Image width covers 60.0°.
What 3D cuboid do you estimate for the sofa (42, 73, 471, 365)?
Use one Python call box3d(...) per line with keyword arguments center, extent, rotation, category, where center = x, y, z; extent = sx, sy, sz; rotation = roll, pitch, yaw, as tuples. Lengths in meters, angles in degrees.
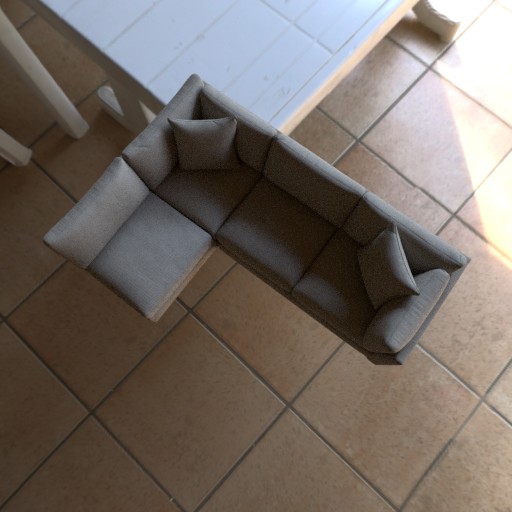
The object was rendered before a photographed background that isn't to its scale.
box3d(center=(0.000, 0.000, 3.797), extent=(2.896, 0.978, 1.994), rotation=(36, 78, 9), category="sofa")
